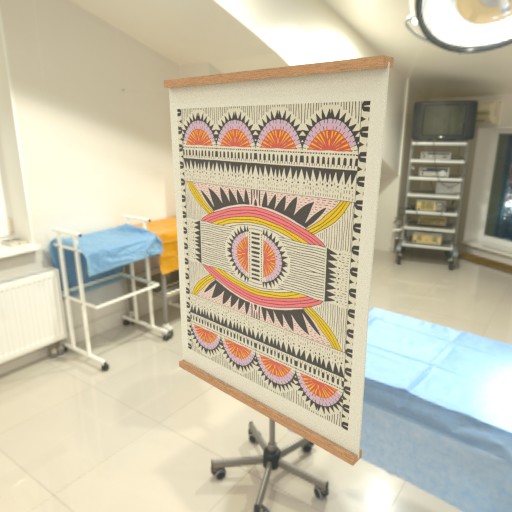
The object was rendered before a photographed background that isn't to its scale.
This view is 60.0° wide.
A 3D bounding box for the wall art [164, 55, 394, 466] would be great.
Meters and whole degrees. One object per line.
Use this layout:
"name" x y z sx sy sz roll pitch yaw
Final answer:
"wall art" 0.000 0.000 0.787 0.456 0.609 0.028 15 22 41
